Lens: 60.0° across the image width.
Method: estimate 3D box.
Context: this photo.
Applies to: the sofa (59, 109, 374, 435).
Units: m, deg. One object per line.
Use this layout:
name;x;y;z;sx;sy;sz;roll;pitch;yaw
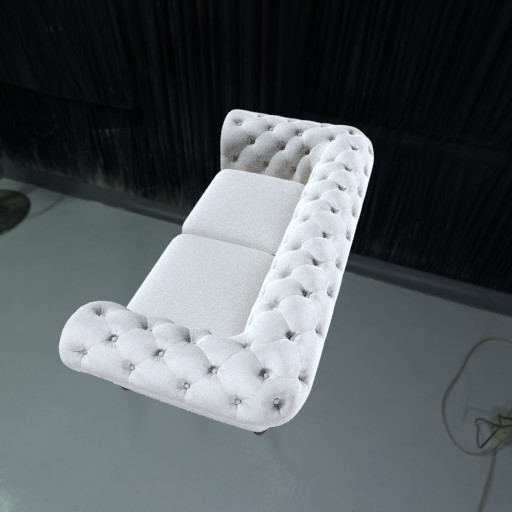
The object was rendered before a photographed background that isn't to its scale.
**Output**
sofa;0.000;0.000;2.454;0.986;0.764;1.998;14;48;13
